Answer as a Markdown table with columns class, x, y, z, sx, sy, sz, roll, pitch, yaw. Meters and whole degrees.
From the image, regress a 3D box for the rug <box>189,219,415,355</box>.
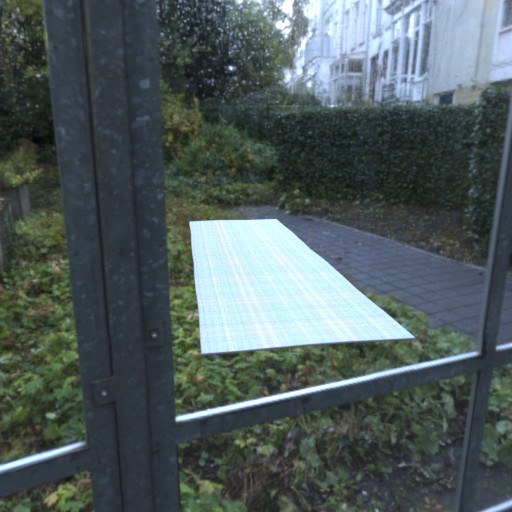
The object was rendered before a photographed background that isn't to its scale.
| class | x | y | z | sx | sy | sz | roll | pitch | yaw |
| --- | --- | --- | --- | --- | --- | --- | --- | --- | --- |
| rug | 0.000 | 0.000 | 2.689 | 0.762 | 0.013 | 2.439 | -2 | 15 | -9 |
